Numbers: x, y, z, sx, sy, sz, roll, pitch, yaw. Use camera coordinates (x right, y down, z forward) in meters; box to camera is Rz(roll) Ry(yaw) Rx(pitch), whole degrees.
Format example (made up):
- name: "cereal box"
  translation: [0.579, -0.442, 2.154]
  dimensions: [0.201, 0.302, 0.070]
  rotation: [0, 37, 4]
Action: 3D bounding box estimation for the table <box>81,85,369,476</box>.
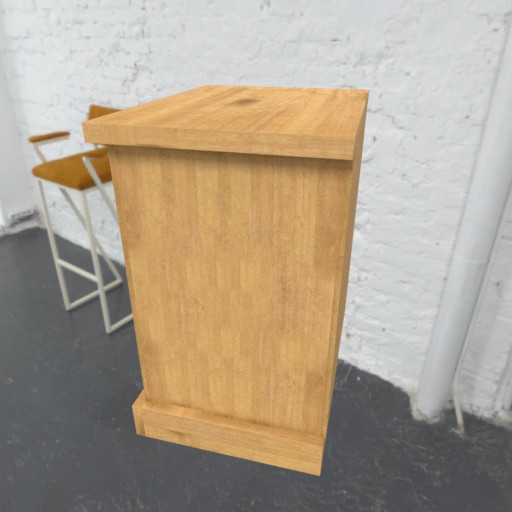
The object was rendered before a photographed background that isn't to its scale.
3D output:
- name: "table"
  translation: [0.000, 0.000, 1.230]
  dimensions: [0.500, 0.813, 0.660]
  rotation: [7, 28, 13]
